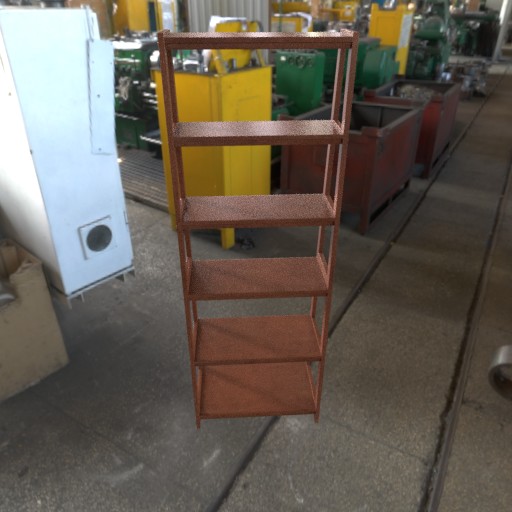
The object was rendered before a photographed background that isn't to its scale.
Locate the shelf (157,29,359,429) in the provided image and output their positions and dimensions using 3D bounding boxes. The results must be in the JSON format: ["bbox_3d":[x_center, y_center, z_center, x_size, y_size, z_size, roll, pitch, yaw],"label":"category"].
[{"bbox_3d":[0.000,0.000,2.073,0.660,1.892,0.382,-2,30,-3],"label":"shelf"}]
